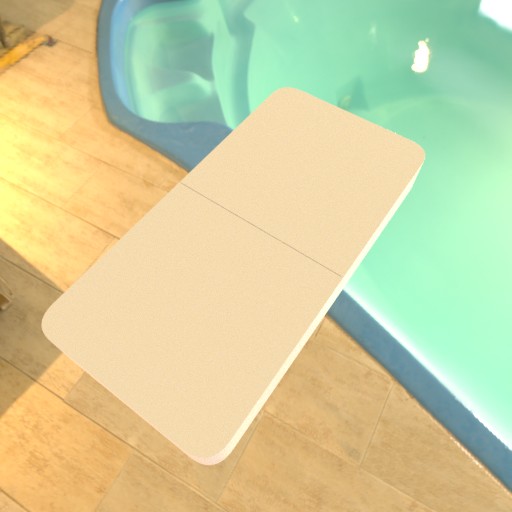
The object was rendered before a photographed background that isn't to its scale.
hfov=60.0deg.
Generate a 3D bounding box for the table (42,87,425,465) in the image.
[{"bbox_3d":[0.000,0.000,1.473,0.600,0.340,1.200,31,64,18],"label":"table"}]
